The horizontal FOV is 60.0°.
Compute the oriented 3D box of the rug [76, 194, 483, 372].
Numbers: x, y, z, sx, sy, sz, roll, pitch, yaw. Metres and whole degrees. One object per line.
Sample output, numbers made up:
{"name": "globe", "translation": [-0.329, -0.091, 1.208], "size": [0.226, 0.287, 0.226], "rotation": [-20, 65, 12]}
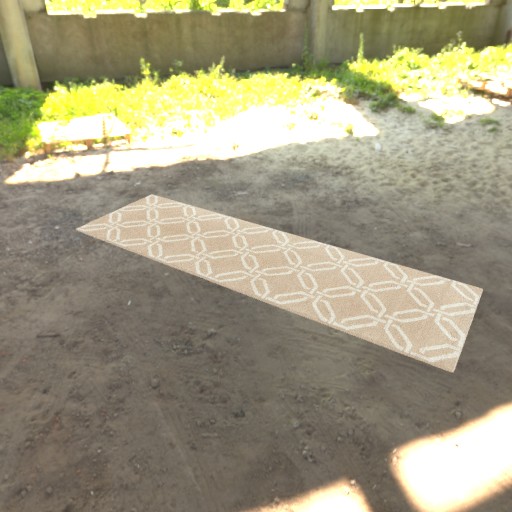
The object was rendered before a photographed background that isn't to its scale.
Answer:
{"name": "rug", "translation": [0.000, 0.000, 2.511], "size": [2.276, 0.014, 0.678], "rotation": [18, 35, 28]}
